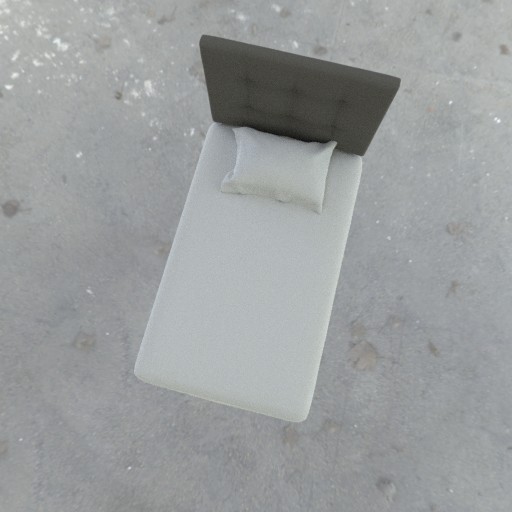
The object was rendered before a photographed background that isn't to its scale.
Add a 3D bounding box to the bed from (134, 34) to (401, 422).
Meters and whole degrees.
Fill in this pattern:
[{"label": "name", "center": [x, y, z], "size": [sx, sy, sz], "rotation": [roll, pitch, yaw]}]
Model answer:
[{"label": "bed", "center": [0.000, 0.000, 2.974], "size": [1.261, 1.571, 1.997], "rotation": [14, 77, 3]}]
